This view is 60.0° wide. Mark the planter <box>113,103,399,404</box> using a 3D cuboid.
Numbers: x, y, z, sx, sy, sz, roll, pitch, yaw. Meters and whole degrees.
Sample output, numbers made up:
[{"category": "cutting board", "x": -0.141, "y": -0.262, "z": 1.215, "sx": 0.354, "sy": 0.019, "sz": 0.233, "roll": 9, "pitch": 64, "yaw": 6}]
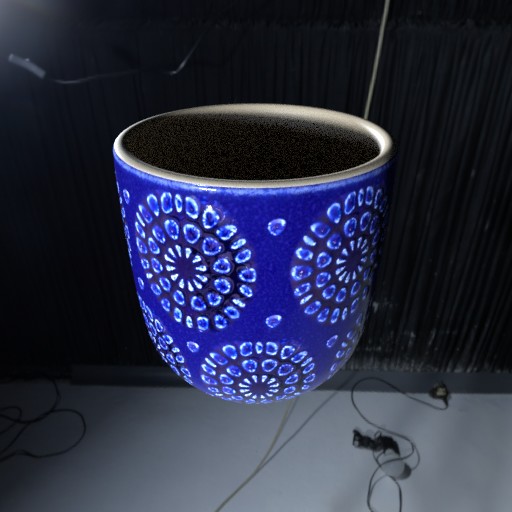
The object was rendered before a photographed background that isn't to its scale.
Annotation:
[{"category": "planter", "x": 0.000, "y": 0.000, "z": 0.201, "sx": 0.109, "sy": 0.112, "sz": 0.109, "roll": 0, "pitch": 31, "yaw": 0}]
